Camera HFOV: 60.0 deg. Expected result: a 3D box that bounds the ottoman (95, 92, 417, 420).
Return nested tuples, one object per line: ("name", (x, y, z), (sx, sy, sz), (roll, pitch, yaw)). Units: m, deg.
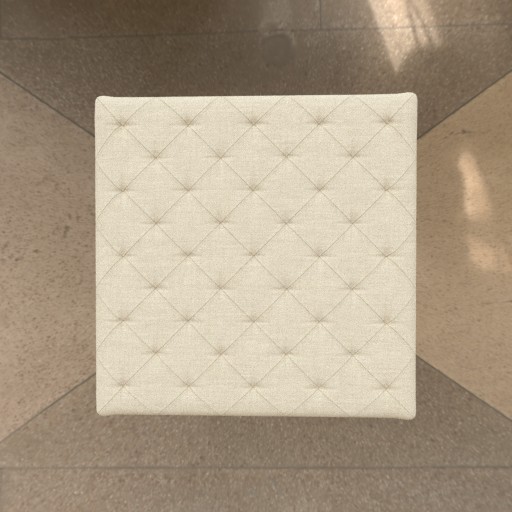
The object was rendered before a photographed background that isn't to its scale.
("ottoman", (0.000, 0.000, 1.598), (1.028, 0.439, 1.028), (0, 91, 2))
